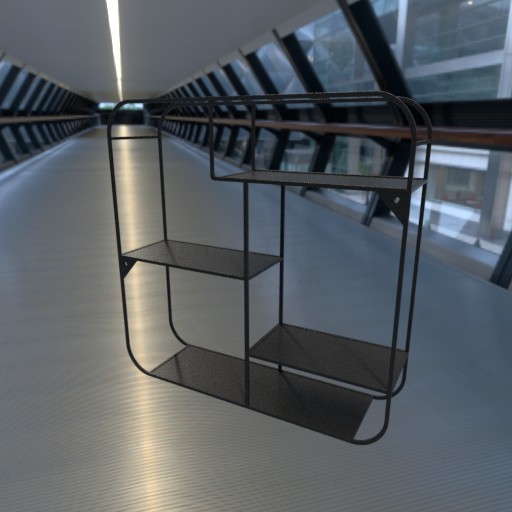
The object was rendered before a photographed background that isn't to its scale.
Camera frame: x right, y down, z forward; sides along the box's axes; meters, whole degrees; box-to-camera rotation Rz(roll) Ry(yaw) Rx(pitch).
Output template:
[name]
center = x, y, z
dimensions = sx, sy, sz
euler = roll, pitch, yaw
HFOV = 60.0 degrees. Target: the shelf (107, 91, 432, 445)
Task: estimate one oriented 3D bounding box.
[shelf]
center = 0.000, 0.000, 0.894
dimensions = 0.600, 0.600, 0.160
euler = 9, 19, 27
